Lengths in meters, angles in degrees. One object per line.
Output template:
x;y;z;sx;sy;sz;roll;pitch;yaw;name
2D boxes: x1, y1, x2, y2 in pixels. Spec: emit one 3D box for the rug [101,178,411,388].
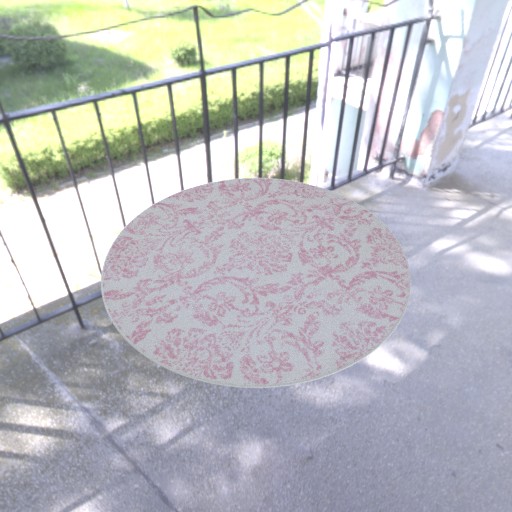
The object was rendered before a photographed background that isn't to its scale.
0.000;0.000;2.354;1.593;0.012;1.593;0;41;0;rug
